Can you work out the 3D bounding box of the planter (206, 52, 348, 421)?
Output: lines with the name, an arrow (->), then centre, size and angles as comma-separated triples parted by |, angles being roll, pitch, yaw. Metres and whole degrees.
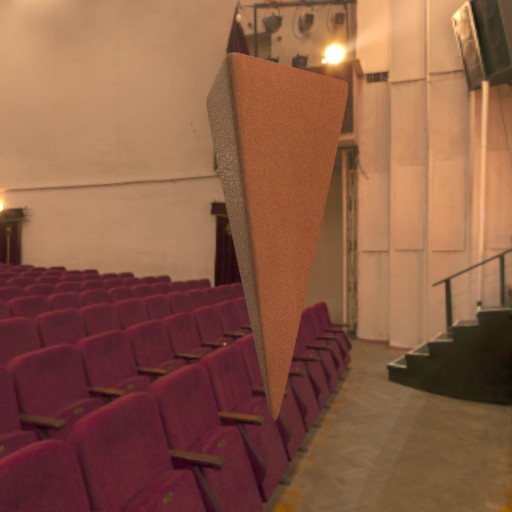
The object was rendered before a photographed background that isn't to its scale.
planter -> 0.000, 0.000, 0.268 | 0.101, 0.224, 0.081 | 0, 0, 19
